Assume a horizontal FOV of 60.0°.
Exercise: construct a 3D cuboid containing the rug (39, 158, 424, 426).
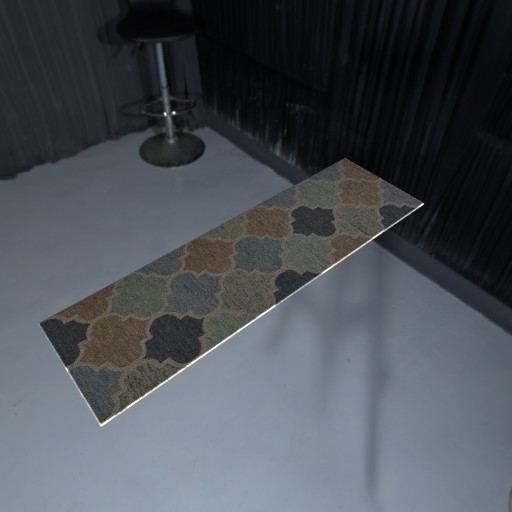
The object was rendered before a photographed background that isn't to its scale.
[{"bbox_3d":[0.000,0.000,2.561,2.287,0.011,0.687,-31,53,-27],"label":"rug"}]
